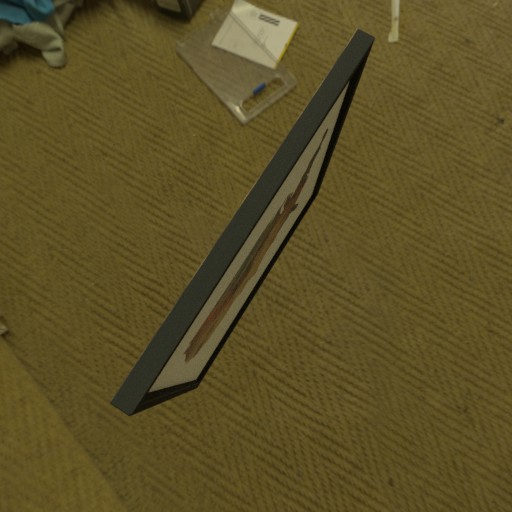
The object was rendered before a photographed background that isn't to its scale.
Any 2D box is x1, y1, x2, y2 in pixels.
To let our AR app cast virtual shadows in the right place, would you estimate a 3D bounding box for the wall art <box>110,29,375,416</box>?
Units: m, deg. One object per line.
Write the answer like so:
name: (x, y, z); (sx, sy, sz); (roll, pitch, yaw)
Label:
wall art: (0.000, 0.000, 0.437); (0.015, 0.303, 0.304); (31, 78, 7)
